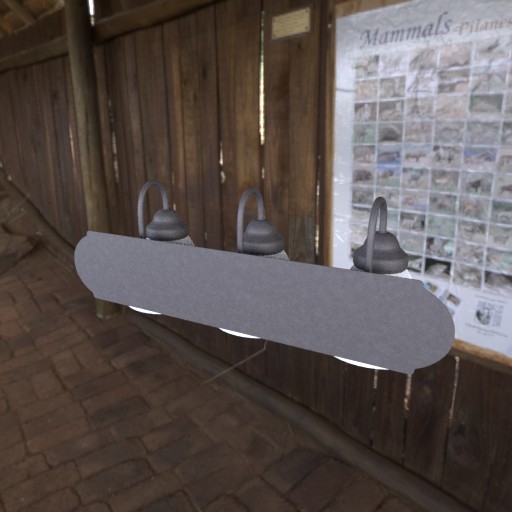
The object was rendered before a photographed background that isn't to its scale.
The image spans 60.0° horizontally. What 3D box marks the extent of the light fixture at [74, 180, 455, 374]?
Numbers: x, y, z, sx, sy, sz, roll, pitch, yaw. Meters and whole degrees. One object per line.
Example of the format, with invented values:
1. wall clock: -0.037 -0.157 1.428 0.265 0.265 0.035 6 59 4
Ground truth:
1. light fixture: 0.000 0.000 0.710 0.610 0.222 0.199 9 18 27
